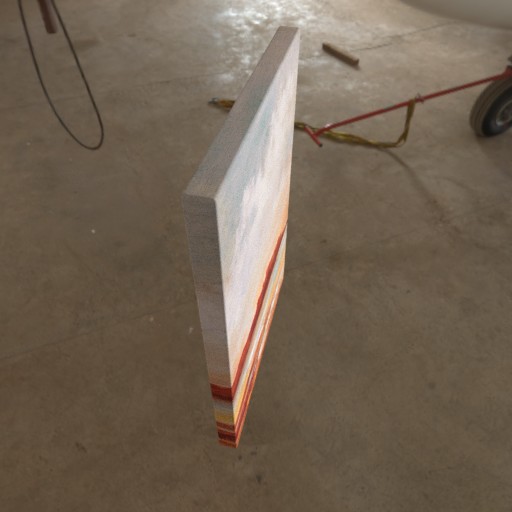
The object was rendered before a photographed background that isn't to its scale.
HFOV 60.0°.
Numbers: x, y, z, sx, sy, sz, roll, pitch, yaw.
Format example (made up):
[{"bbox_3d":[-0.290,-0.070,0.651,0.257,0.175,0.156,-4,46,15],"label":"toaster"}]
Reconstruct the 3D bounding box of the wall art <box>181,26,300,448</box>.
[{"bbox_3d":[0.000,0.000,0.773,0.035,0.605,0.443,10,47,10],"label":"wall art"}]
